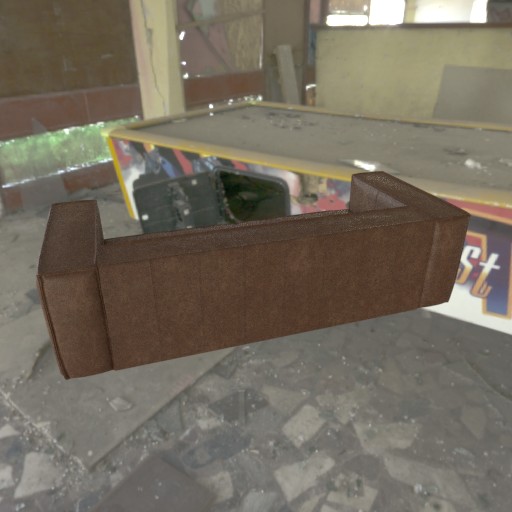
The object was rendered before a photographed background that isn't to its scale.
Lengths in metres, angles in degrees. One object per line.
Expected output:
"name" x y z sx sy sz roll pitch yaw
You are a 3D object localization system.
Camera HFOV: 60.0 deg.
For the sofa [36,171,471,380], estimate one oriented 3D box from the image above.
"sofa" 0.000 0.000 3.022 2.581 0.701 1.102 -8 28 -16
